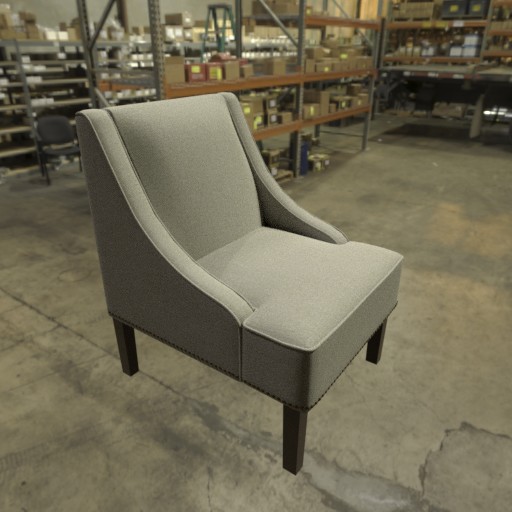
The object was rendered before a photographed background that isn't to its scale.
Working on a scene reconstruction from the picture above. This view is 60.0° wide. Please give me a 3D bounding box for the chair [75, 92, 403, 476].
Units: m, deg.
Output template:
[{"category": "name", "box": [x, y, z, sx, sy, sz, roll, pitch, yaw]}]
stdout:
[{"category": "chair", "box": [0.000, 0.000, 1.370, 0.748, 0.872, 0.628, 17, 31, 32]}]
